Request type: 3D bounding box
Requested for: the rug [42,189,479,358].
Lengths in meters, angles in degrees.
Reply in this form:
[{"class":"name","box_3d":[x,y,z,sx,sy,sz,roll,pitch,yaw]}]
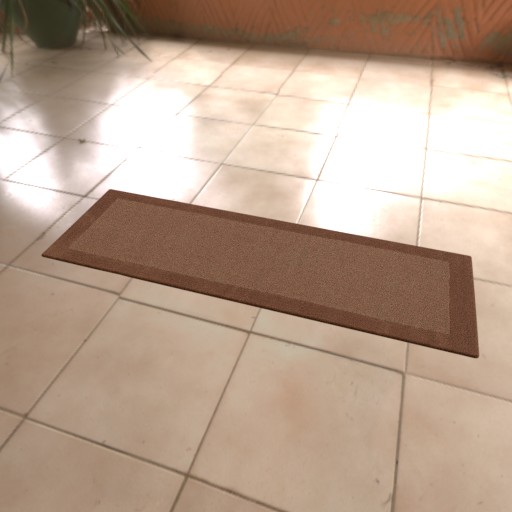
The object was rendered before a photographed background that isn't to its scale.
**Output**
[{"class":"rug","box_3d":[0.000,0.000,2.629,2.439,0.017,0.764,12,42,13]}]
